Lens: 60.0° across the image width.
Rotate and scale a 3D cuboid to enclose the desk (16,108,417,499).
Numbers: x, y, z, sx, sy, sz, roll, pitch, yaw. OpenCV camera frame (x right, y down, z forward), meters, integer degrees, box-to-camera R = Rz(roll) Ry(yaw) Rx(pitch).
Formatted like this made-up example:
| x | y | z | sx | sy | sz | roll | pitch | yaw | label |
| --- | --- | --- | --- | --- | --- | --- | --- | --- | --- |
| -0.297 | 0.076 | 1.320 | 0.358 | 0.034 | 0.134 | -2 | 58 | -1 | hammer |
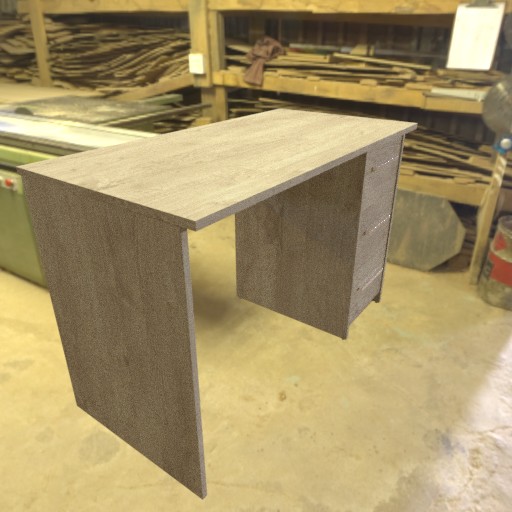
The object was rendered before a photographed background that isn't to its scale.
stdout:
| x | y | z | sx | sy | sz | roll | pitch | yaw | label |
| --- | --- | --- | --- | --- | --- | --- | --- | --- | --- |
| 0.000 | 0.000 | 1.426 | 0.560 | 0.735 | 1.097 | 18 | 32 | 32 | desk |
